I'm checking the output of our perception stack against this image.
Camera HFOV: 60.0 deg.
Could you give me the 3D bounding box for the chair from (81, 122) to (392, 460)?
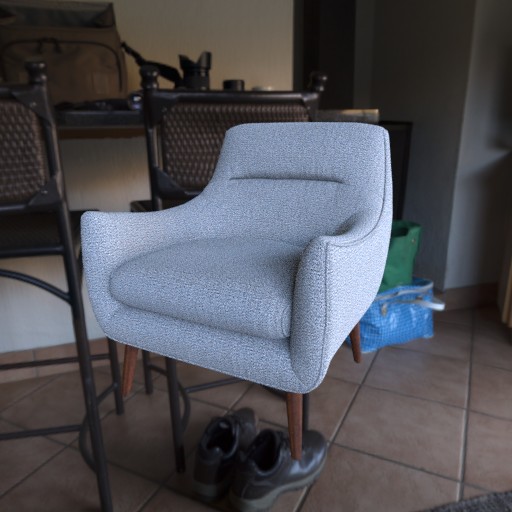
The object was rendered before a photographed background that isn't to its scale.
[{"bbox_3d":[0.000,0.000,1.435,0.762,0.838,0.787,8,18,27],"label":"chair"}]
